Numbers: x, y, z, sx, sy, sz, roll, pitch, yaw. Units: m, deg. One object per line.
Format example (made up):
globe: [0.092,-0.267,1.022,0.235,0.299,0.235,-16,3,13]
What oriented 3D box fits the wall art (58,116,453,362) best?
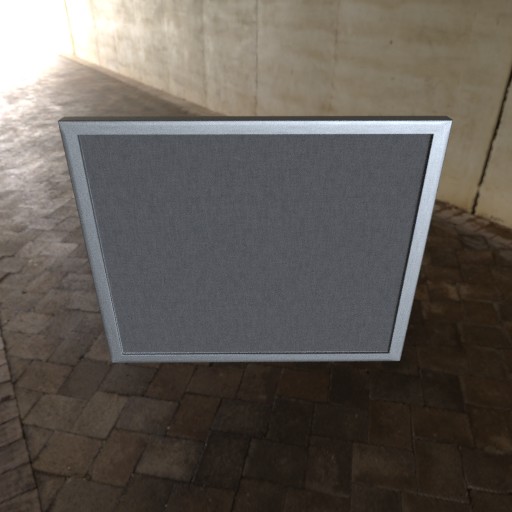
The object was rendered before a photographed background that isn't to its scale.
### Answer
wall art: [0.000,0.000,0.749,0.556,0.457,0.028,0,30,0]
